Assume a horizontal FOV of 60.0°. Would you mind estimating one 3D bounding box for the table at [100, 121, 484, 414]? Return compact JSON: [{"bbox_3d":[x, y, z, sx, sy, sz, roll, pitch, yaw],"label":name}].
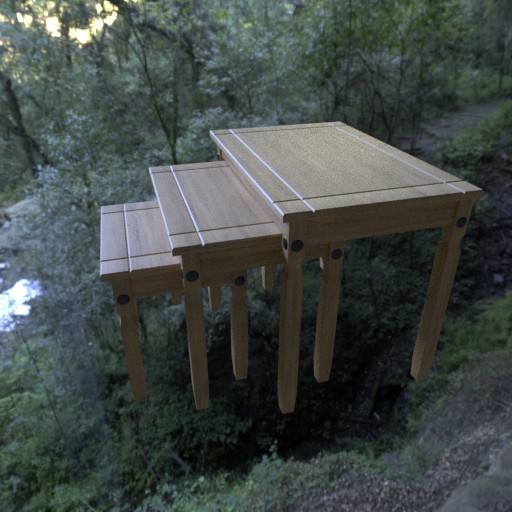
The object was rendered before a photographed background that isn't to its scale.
[{"bbox_3d":[0.000,0.000,1.209,0.773,0.535,0.660,-8,30,-15],"label":"table"}]
